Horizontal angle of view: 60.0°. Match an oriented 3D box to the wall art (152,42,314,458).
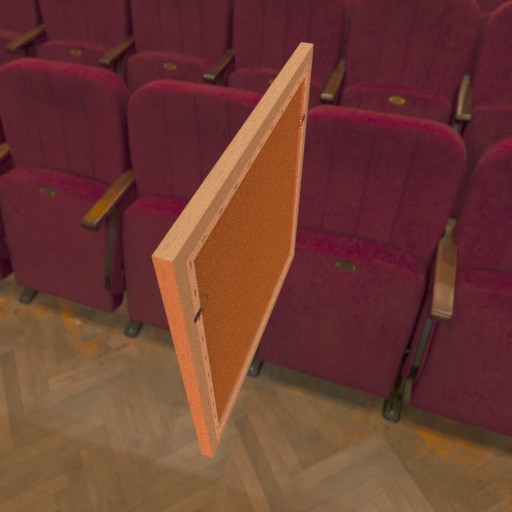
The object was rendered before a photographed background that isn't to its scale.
[{"bbox_3d":[0.000,0.000,1.497,0.045,1.016,1.016,14,49,13],"label":"wall art"}]
